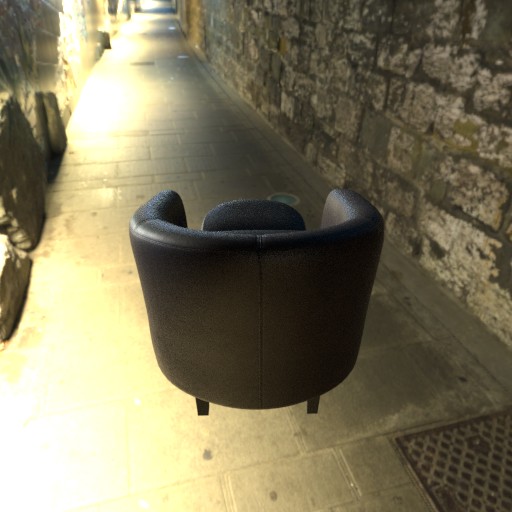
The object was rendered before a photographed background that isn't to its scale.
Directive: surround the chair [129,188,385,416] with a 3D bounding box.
[{"bbox_3d":[0.000,0.000,1.654,0.737,0.755,1.176,-1,31,-1],"label":"chair"}]
